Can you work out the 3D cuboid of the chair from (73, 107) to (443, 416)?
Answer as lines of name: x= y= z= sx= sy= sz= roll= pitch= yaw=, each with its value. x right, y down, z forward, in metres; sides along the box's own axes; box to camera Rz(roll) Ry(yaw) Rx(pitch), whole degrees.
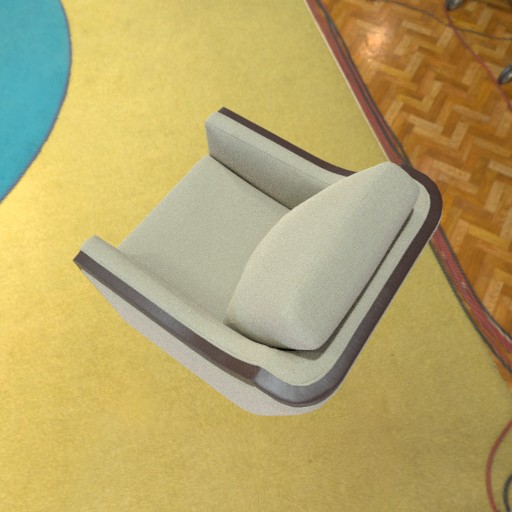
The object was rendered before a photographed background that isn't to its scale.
chair: x=0.000 y=0.000 z=1.622 sx=0.950 sy=0.930 sz=0.870 roll=33 pitch=69 yaw=15
